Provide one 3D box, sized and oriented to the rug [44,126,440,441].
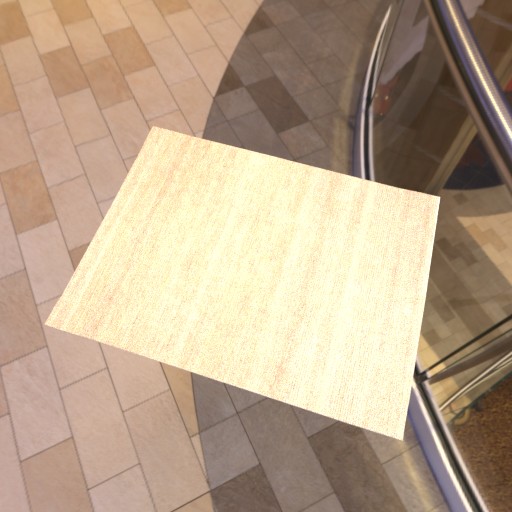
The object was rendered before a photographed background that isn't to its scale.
[{"bbox_3d":[0.000,0.000,4.285,3.245,0.046,2.467,16,64,8],"label":"rug"}]
